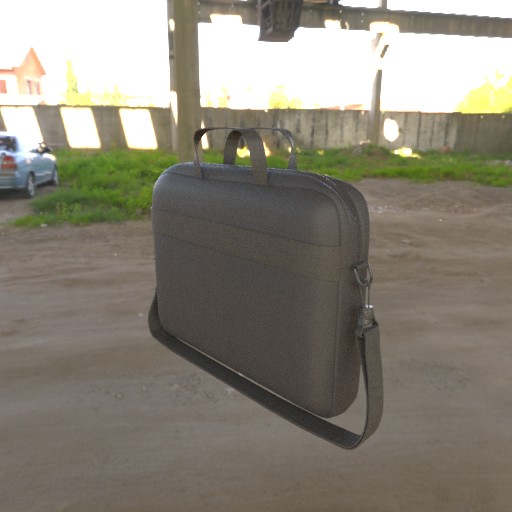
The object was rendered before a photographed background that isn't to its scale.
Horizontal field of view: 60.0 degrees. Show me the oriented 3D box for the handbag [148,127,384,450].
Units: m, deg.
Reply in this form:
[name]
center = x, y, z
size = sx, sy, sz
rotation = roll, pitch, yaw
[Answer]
[handbag]
center = 0.000, 0.000, 0.593
size = 0.126, 0.330, 0.429
rotation = -15, 21, -42
